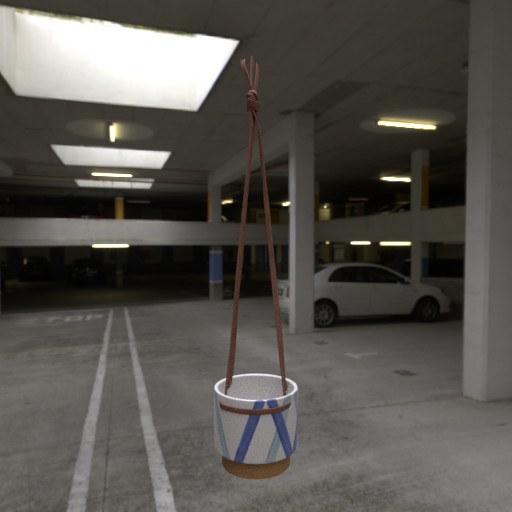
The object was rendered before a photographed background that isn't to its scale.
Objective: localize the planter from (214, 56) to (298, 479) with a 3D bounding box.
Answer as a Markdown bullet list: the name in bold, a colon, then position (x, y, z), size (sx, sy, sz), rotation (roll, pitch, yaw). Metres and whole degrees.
- **planter**: position (0.000, 0.000, 0.800), size (0.153, 0.753, 0.157), rotation (-1, 2, -18)
